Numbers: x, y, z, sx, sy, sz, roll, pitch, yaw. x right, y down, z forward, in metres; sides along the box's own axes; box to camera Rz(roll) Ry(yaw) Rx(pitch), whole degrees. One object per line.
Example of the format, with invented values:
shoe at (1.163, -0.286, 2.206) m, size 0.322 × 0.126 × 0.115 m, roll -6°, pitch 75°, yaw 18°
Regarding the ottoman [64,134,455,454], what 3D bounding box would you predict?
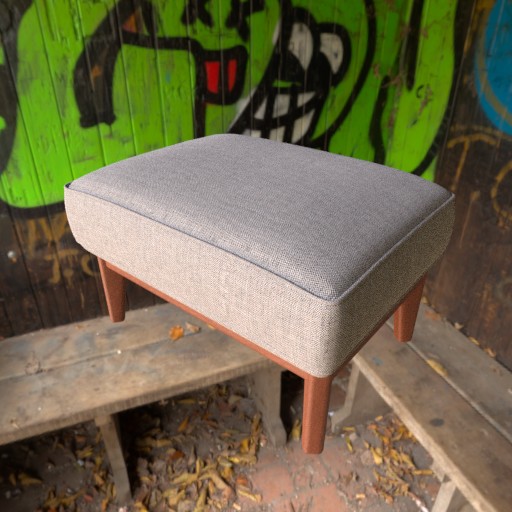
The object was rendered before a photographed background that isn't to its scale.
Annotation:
ottoman at (0.000, 0.000, 1.084) m, size 0.750 × 0.458 × 0.555 m, roll 22°, pitch 37°, yaw 34°
